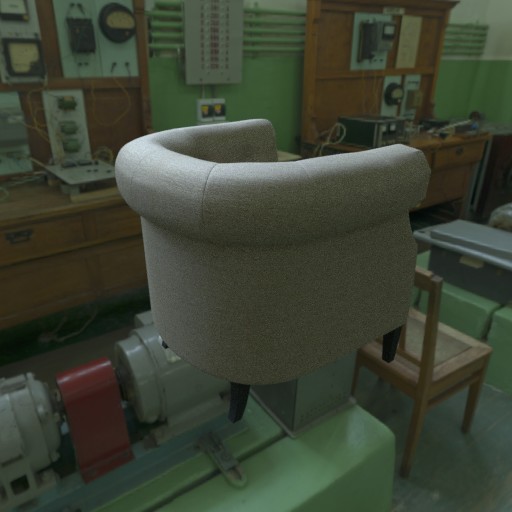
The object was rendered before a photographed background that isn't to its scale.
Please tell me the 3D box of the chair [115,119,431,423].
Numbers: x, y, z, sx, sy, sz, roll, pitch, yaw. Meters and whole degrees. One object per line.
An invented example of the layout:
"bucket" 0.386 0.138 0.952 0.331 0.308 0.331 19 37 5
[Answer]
"chair" 0.000 0.000 1.574 0.852 0.827 0.905 -17 30 -33
